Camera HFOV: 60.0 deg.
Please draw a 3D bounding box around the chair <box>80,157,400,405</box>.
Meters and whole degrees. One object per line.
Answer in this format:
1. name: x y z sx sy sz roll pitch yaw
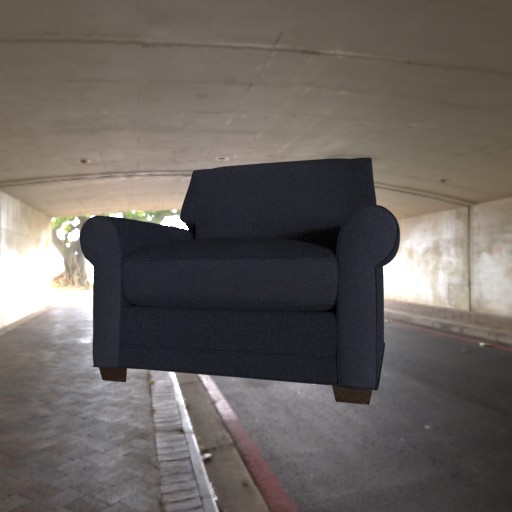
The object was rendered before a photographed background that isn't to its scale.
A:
1. chair: 0.000 0.000 2.077 1.285 1.044 0.963 0 -1 18
